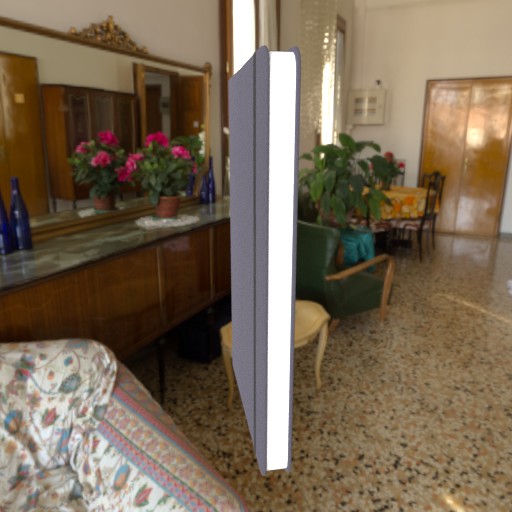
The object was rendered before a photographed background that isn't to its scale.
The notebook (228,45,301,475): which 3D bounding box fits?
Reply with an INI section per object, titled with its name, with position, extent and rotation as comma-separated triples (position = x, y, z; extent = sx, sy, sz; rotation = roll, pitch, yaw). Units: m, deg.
[notebook]
position = 0.000, 0.000, 0.266
extent = 0.016, 0.213, 0.127
rotation = -3, 15, -10
